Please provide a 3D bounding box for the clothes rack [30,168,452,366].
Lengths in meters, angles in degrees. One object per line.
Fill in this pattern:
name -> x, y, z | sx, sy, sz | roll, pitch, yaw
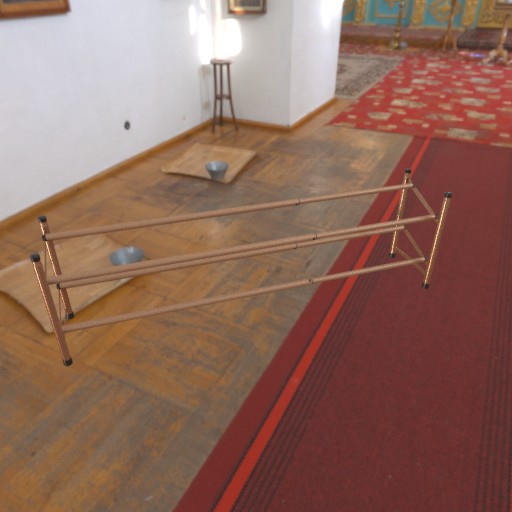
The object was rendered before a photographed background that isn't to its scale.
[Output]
clothes rack -> 0.000, 0.000, 1.350 | 1.168, 0.349, 0.229 | -10, 33, -15
